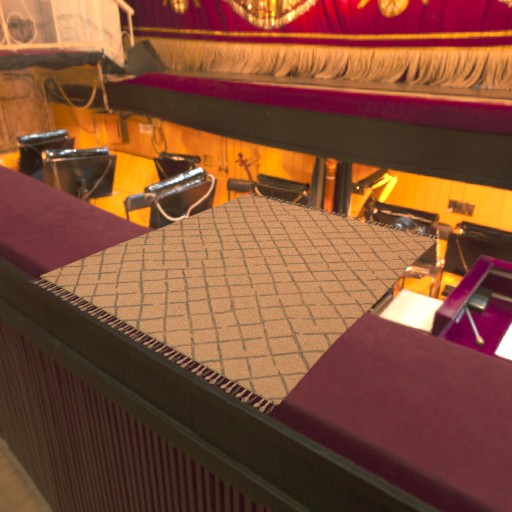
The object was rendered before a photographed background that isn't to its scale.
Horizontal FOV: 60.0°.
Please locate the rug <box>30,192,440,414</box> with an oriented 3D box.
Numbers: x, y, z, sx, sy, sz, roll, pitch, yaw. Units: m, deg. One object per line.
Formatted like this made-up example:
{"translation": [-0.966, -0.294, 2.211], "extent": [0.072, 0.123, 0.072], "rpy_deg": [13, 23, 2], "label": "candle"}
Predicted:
{"translation": [0.000, 0.000, 4.842], "extent": [2.892, 0.036, 3.585], "rpy_deg": [18, 31, 33], "label": "rug"}
